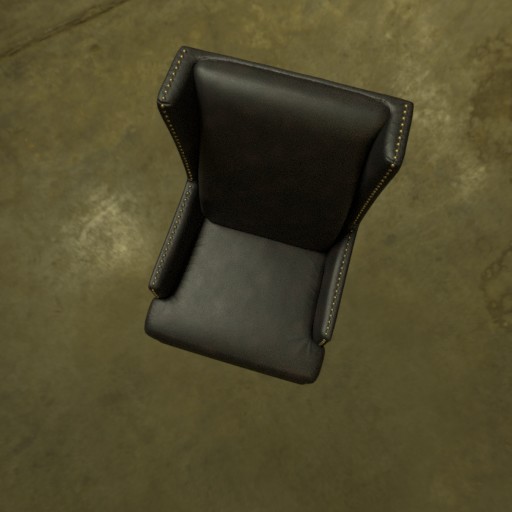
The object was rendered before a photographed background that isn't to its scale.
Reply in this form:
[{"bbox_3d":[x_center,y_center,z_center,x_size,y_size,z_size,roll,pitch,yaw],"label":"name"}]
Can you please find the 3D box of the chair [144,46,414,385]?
[{"bbox_3d":[0.000,0.000,1.663,0.703,1.142,0.799,16,75,4],"label":"chair"}]
